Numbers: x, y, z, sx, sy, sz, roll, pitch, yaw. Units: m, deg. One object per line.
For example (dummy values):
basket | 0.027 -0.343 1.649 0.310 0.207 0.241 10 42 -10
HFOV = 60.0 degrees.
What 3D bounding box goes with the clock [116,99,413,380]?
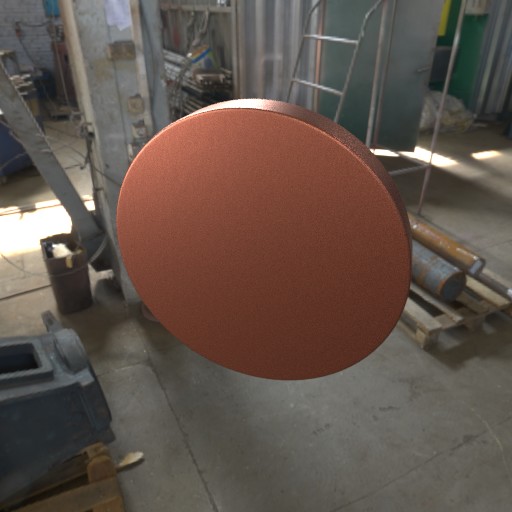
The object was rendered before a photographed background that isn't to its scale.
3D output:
clock | 0.000 0.000 0.471 0.313 0.313 0.040 9 31 16
